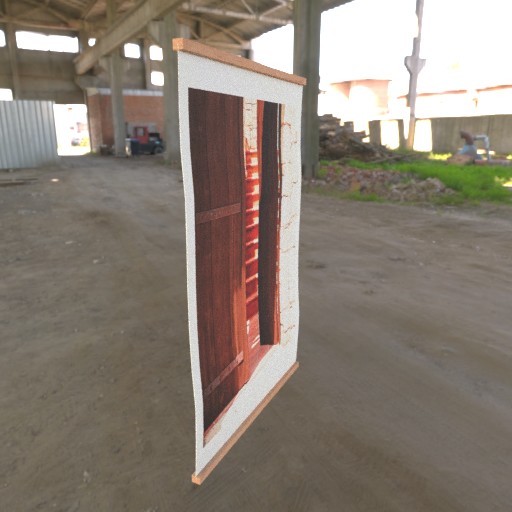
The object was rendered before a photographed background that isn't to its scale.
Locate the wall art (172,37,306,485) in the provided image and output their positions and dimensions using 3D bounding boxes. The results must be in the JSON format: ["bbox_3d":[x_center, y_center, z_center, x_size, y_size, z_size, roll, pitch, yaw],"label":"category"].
[{"bbox_3d":[0.000,0.000,0.631,0.012,0.508,0.332,7,17,26],"label":"wall art"}]
